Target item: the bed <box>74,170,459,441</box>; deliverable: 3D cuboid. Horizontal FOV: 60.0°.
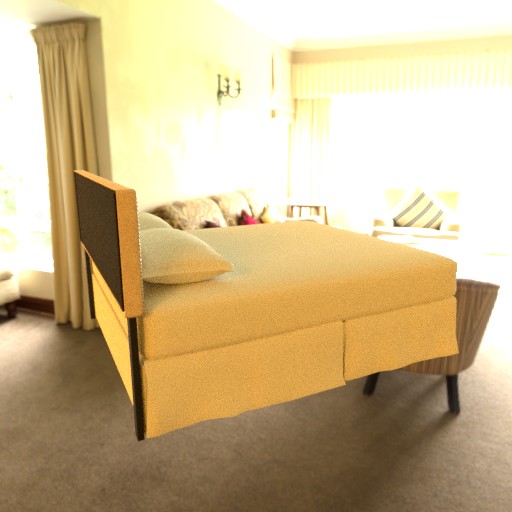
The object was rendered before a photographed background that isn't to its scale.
[{"bbox_3d":[0.000,0.000,2.740,1.876,1.016,1.616,-7,15,-26],"label":"bed"}]
